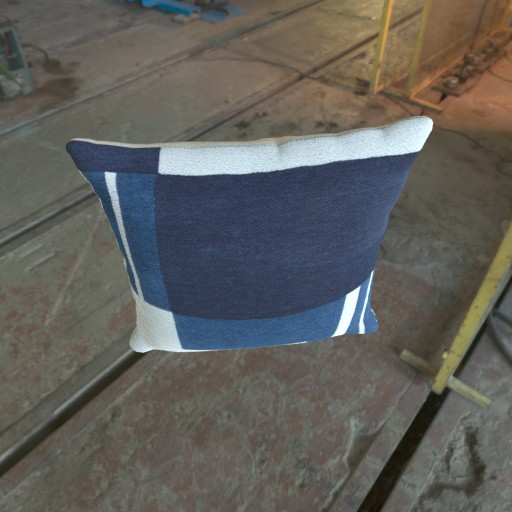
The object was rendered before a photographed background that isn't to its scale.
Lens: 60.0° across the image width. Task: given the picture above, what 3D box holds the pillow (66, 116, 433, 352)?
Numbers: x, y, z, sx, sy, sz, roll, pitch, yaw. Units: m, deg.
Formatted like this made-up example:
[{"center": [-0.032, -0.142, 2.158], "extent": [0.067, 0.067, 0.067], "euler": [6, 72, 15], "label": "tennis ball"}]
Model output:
[{"center": [0.000, 0.000, 0.783], "extent": [0.536, 0.506, 0.229], "euler": [-4, 46, -4], "label": "pillow"}]
